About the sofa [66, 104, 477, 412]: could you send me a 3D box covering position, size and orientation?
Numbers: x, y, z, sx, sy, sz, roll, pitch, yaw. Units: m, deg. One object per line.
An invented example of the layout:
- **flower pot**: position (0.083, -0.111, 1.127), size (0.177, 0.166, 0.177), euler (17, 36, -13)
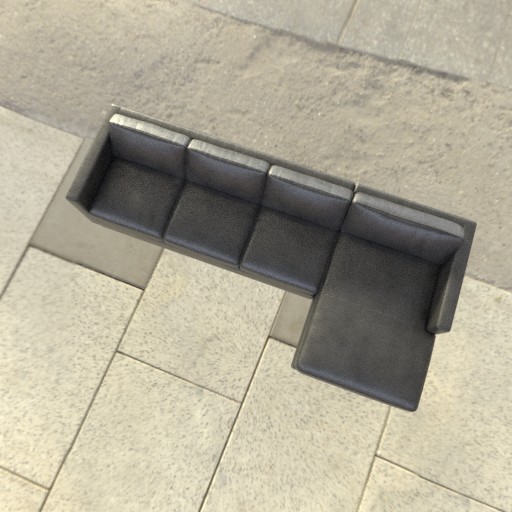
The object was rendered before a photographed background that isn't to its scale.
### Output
- **sofa**: position (0.000, 0.000, 3.773), size (3.203, 0.883, 1.581), euler (19, 77, 5)
